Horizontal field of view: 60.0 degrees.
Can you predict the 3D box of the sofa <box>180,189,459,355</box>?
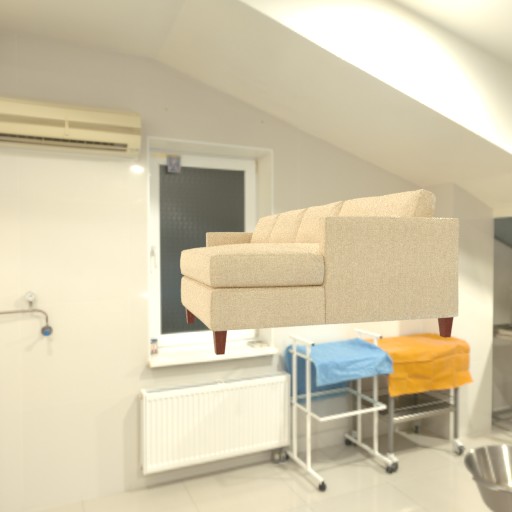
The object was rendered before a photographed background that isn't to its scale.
[{"bbox_3d":[0.000,0.000,4.158,1.603,0.954,3.471,0,2,-17],"label":"sofa"}]
